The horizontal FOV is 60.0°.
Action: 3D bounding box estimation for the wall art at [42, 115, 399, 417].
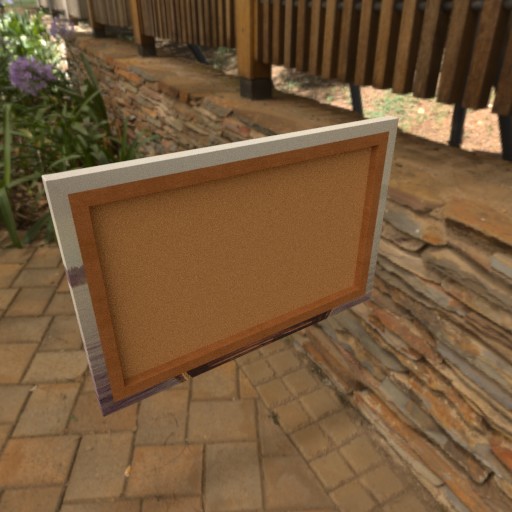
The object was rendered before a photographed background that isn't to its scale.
[{"bbox_3d":[0.000,0.000,1.166,0.916,0.609,0.037,-18,34,-28],"label":"wall art"}]
